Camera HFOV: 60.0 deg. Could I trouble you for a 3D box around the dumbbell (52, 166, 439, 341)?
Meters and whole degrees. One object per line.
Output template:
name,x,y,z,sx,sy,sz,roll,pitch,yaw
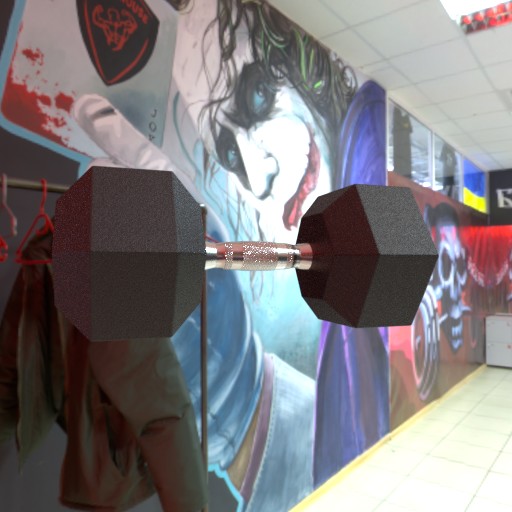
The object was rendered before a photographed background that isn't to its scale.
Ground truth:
dumbbell,0.000,0.000,0.332,0.271,0.106,0.122,1,-2,-19
